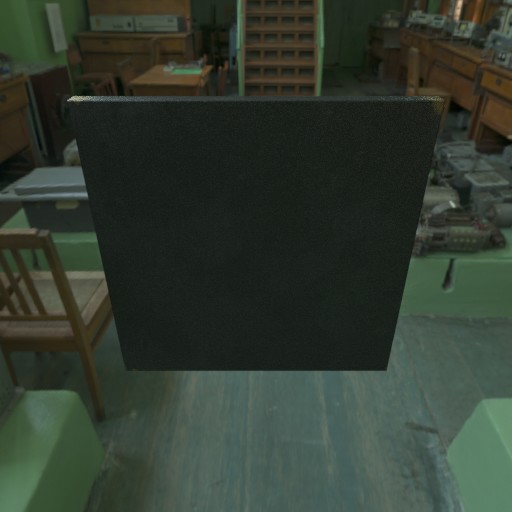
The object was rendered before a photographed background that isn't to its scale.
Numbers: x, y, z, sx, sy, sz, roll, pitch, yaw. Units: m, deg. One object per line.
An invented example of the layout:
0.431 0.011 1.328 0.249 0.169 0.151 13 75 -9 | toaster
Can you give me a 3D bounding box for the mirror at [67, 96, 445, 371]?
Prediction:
0.000 0.000 0.555 0.382 0.381 0.020 0 32 0 | mirror
